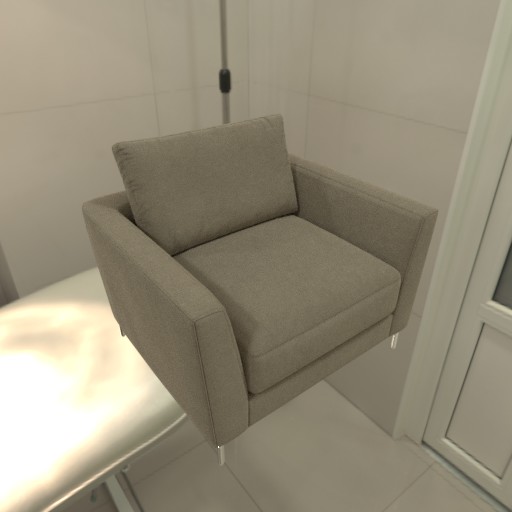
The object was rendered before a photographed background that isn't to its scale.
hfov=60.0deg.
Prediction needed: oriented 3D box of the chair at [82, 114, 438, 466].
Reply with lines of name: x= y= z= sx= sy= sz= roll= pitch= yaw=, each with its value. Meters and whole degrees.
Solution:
chair: x=0.000 y=0.000 z=1.706 sx=1.041 sy=0.864 sz=0.889 roll=-22 pitch=37 yaw=-31
